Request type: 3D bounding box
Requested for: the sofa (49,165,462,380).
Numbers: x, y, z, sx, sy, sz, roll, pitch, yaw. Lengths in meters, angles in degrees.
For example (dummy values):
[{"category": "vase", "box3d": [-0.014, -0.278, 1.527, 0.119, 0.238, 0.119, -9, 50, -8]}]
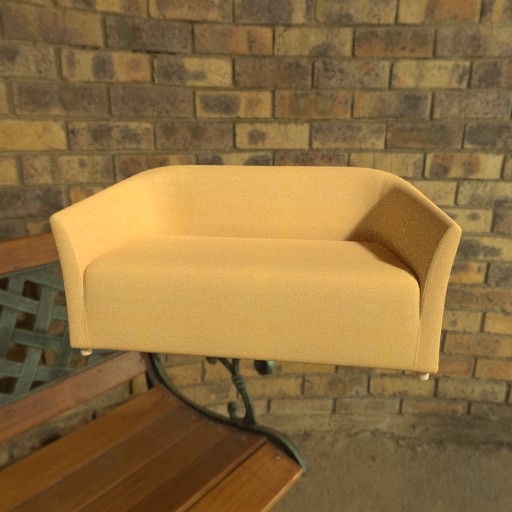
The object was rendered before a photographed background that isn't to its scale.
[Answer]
[{"category": "sofa", "box3d": [0.000, 0.000, 1.919, 1.452, 0.721, 0.705, 2, 16, 8]}]
